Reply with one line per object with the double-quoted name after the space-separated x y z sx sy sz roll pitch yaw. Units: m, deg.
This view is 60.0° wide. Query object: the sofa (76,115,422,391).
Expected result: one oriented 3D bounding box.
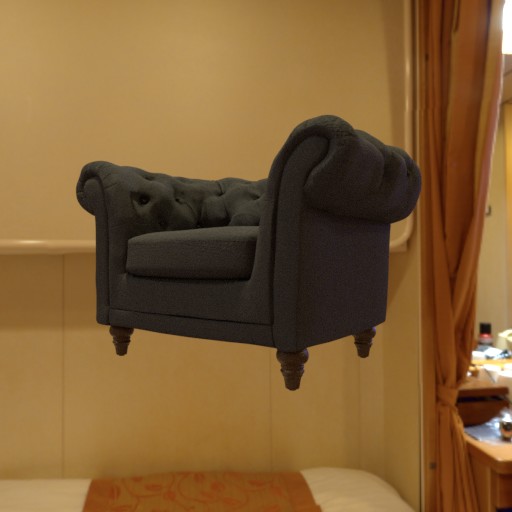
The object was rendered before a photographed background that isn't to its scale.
0.000 0.000 2.033 1.405 0.878 1.032 0 -1 36 "sofa"
